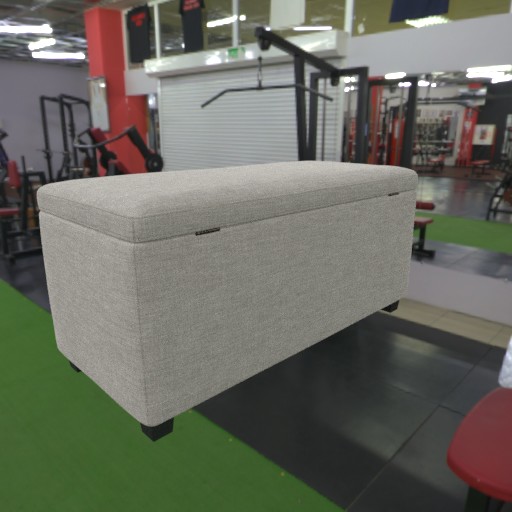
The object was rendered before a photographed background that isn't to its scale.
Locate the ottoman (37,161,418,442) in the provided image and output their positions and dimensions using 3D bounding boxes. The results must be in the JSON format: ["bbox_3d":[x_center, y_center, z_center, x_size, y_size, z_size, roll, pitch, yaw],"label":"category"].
[{"bbox_3d":[0.000,0.000,1.116,0.902,0.432,0.419,-15,22,-42],"label":"ottoman"}]
